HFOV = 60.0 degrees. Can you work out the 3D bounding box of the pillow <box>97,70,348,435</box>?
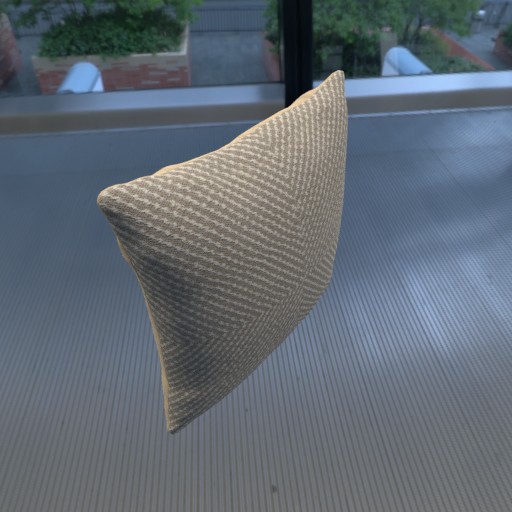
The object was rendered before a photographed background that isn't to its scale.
[{"bbox_3d":[0.000,0.000,0.706,0.181,0.458,0.459,28,49,28],"label":"pillow"}]
